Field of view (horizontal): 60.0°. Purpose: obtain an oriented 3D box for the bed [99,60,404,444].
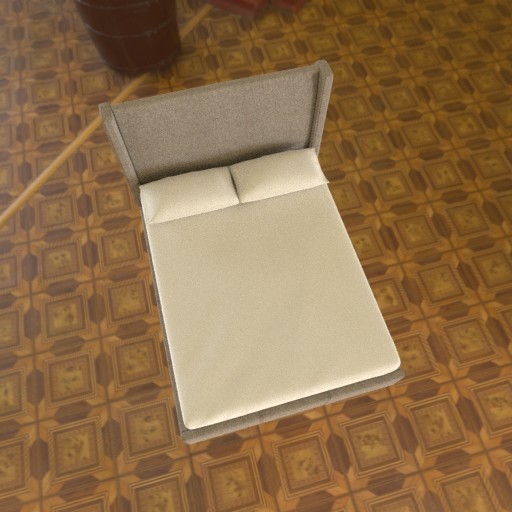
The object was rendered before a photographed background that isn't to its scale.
[{"bbox_3d":[0.000,0.000,3.422,1.714,1.481,2.245,-14,64,-7],"label":"bed"}]
